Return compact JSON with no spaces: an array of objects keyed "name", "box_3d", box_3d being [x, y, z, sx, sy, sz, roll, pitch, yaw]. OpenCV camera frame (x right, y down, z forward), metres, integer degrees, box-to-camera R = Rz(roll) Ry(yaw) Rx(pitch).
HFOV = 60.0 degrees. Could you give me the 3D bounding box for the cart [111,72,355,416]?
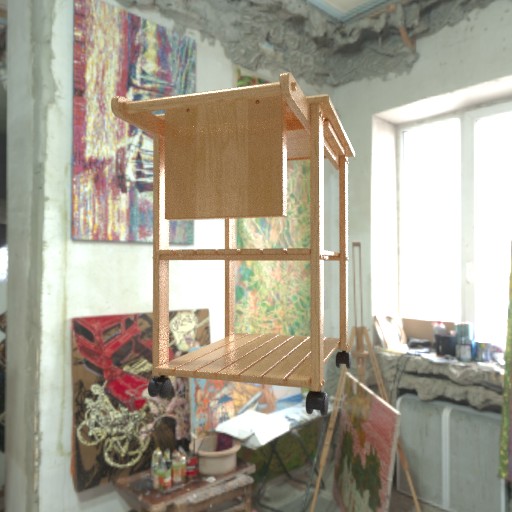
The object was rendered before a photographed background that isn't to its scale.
[{"name":"cart","box_3d":[0.000,0.000,1.374,0.520,0.816,0.843,0,-1,18]}]
